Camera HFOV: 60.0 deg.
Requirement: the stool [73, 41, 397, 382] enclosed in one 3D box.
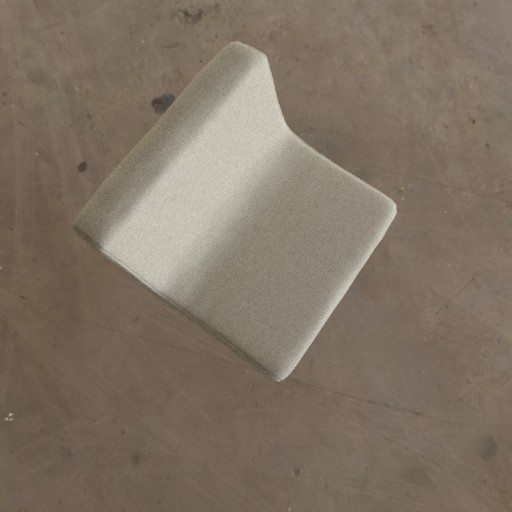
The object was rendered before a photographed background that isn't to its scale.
[{"bbox_3d":[0.000,0.000,1.251,0.500,0.937,0.511,35,78,8],"label":"stool"}]
